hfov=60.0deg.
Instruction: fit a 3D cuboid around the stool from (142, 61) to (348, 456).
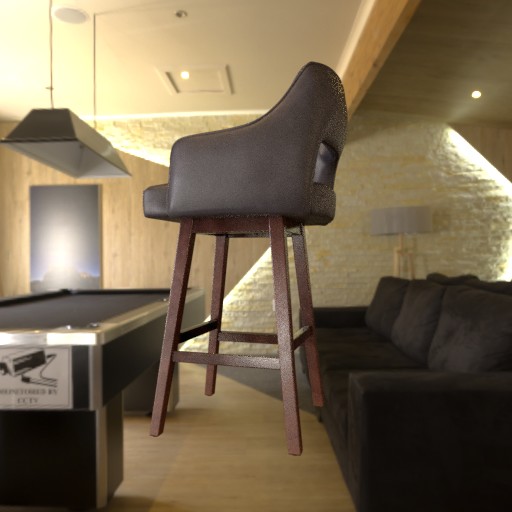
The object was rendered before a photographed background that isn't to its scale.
[{"bbox_3d":[0.000,0.000,1.403,0.560,1.041,0.550,0,0,17],"label":"stool"}]
